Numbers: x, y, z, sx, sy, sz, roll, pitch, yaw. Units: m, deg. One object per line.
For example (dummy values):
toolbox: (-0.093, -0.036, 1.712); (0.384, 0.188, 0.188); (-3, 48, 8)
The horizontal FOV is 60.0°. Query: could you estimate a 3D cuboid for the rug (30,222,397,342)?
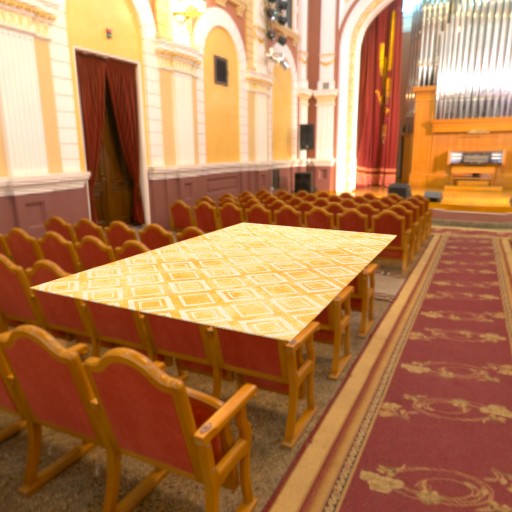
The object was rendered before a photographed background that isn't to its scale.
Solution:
rug: (0.000, 0.000, 3.094); (1.511, 0.010, 2.424); (7, 15, 26)
